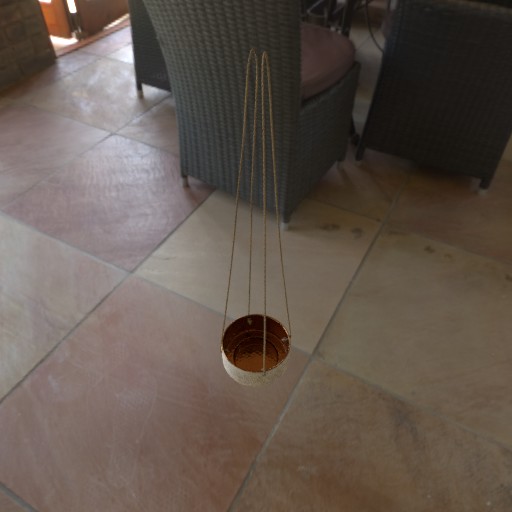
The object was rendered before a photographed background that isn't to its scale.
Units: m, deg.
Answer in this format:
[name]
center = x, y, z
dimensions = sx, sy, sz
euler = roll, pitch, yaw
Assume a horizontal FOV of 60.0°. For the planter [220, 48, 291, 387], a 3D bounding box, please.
[planter]
center = 0.000, 0.000, 1.143
dimensions = 0.223, 1.030, 0.223
euler = 24, 50, 22
